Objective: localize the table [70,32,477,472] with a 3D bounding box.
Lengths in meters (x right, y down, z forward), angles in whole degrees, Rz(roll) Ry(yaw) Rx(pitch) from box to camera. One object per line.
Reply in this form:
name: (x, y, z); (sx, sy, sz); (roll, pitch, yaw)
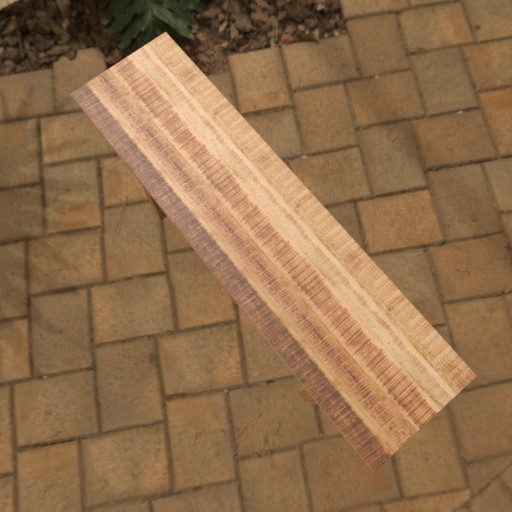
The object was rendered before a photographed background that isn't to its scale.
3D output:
table: (0.000, 0.000, 1.786); (0.405, 0.810, 1.524); (-38, 78, -9)
